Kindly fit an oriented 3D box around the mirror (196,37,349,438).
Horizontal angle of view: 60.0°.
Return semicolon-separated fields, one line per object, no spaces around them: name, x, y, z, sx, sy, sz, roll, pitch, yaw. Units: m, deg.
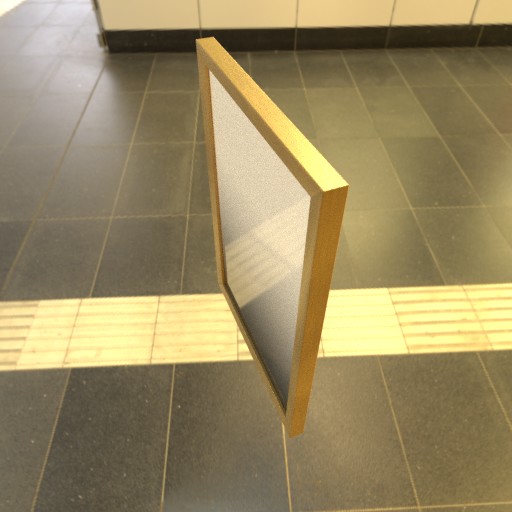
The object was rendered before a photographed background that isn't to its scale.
mirror;0.000;0.000;0.936;0.040;0.710;0.507;-16;48;-15
